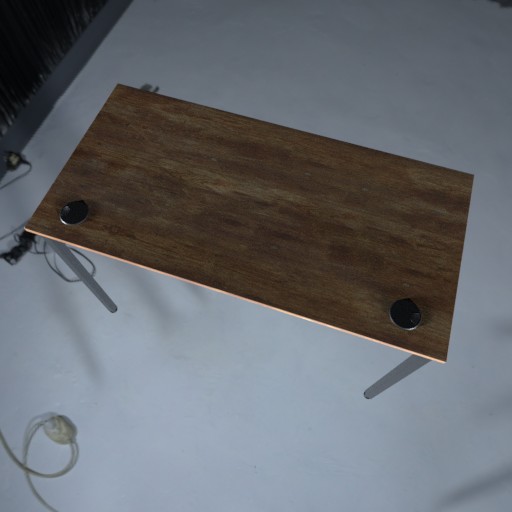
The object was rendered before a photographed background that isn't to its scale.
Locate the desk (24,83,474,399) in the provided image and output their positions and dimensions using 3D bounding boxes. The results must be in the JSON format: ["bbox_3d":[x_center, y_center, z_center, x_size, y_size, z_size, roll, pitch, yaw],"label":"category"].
[{"bbox_3d":[0.000,0.000,1.641,1.200,0.749,0.600,17,65,8],"label":"desk"}]
